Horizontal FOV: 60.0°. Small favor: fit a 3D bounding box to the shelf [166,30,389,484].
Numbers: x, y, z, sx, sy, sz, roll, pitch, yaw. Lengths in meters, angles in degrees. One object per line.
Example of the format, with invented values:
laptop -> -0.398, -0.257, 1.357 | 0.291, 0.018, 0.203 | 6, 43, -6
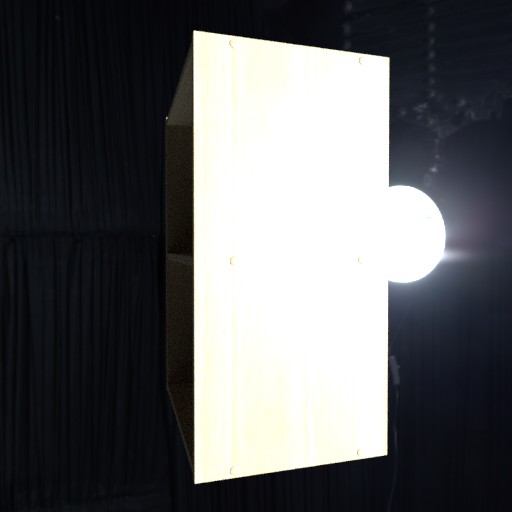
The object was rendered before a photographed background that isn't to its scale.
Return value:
shelf -> 0.000, 0.000, 0.816 | 0.290, 0.592, 0.414 | 0, 1, -16
